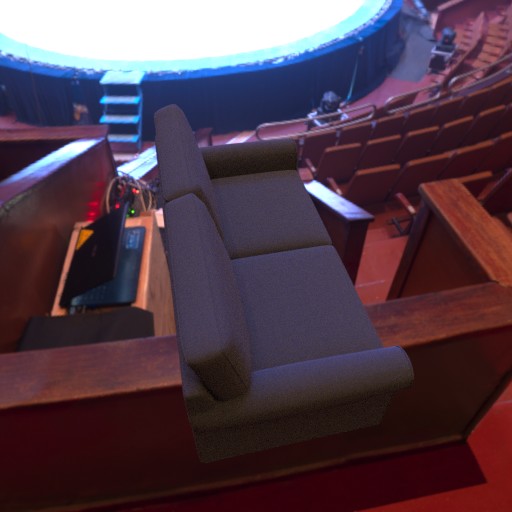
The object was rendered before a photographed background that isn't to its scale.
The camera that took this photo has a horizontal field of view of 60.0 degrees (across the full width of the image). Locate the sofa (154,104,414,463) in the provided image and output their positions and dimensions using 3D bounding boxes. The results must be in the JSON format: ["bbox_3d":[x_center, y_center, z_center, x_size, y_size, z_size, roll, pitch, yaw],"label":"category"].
[{"bbox_3d":[0.000,0.000,2.490,0.940,1.020,1.930,-9,46,-9],"label":"sofa"}]
